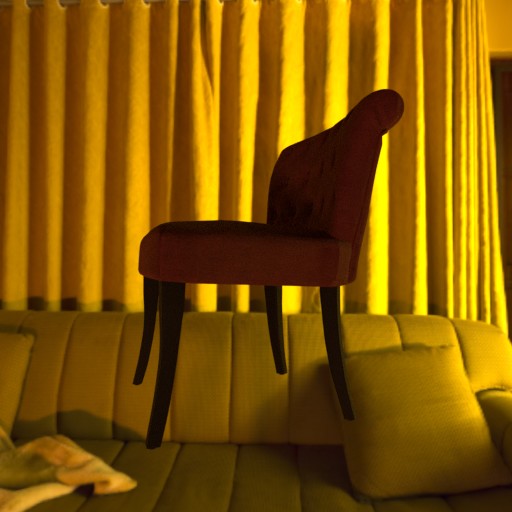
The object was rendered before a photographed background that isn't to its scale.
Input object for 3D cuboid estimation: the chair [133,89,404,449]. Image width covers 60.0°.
[{"bbox_3d":[0.000,0.000,1.172,0.605,0.750,0.582,0,-1,-18],"label":"chair"}]
